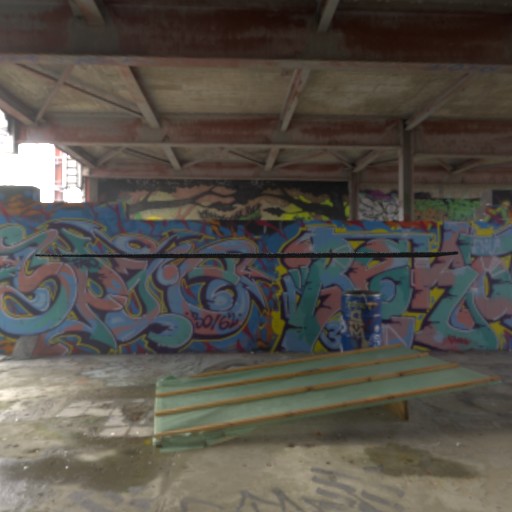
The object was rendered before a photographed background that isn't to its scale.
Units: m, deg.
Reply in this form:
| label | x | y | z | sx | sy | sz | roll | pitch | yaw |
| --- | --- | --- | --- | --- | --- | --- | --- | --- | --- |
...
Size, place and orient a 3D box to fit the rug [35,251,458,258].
| label | x | y | z | sx | sy | sz | roll | pitch | yaw |
| --- | --- | --- | --- | --- | --- | --- | --- | --- | --- |
| rug | 0.000 | 0.000 | 3.138 | 2.449 | 0.015 | 1.530 | 0 | -1 | 17 |
